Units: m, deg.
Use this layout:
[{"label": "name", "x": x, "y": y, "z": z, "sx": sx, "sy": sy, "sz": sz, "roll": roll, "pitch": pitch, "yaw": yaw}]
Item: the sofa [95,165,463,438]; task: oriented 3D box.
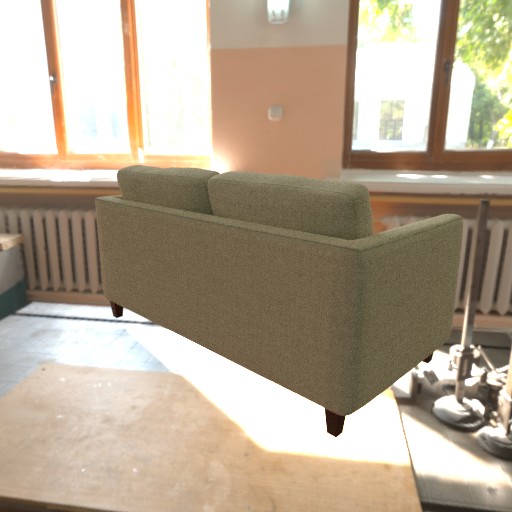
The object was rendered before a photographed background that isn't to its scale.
[{"label": "sofa", "x": 0.000, "y": 0.000, "z": 2.450, "sx": 1.884, "sy": 0.963, "sz": 0.950, "roll": 14, "pitch": 20, "yaw": 43}]
